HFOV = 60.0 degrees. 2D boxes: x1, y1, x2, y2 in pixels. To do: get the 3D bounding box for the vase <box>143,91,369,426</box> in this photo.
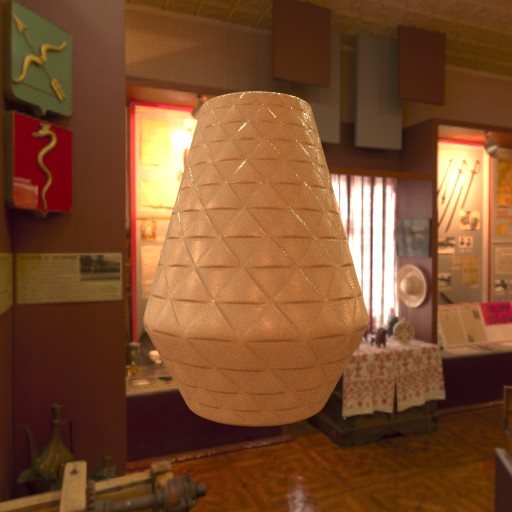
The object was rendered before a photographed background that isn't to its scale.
[{"bbox_3d":[0.000,0.000,0.353,0.175,0.230,0.175,0,1,0],"label":"vase"}]
